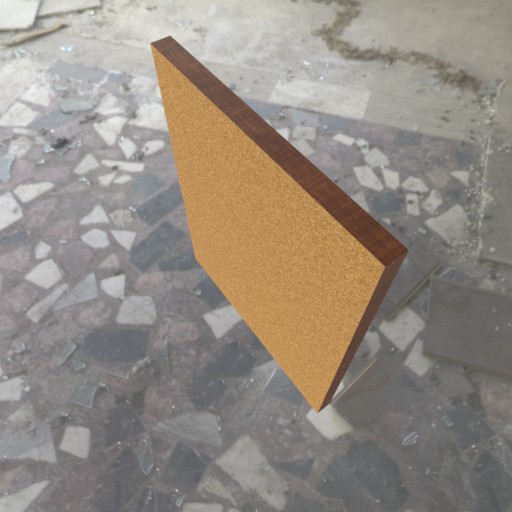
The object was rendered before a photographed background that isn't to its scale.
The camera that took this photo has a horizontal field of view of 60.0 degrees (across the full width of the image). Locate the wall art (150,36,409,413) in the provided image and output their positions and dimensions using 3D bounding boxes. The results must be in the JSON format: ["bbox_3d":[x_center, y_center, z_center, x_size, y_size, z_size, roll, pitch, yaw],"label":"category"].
[{"bbox_3d":[0.000,0.000,0.774,0.033,0.567,0.467,-32,62,-19],"label":"wall art"}]
